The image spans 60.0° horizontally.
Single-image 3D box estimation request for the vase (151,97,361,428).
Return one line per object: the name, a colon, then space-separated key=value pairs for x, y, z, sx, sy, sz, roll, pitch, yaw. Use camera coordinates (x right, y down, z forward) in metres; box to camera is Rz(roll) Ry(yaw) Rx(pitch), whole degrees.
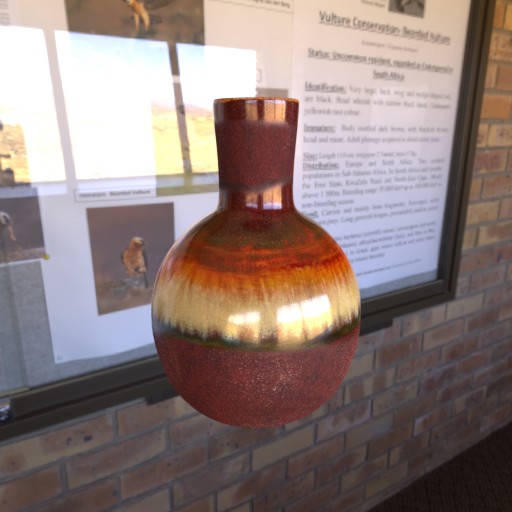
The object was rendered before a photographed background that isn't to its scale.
vase: x=0.000 y=0.000 z=0.232 sx=0.111 sy=0.154 sz=0.111 roll=0 pitch=16 yaw=0
